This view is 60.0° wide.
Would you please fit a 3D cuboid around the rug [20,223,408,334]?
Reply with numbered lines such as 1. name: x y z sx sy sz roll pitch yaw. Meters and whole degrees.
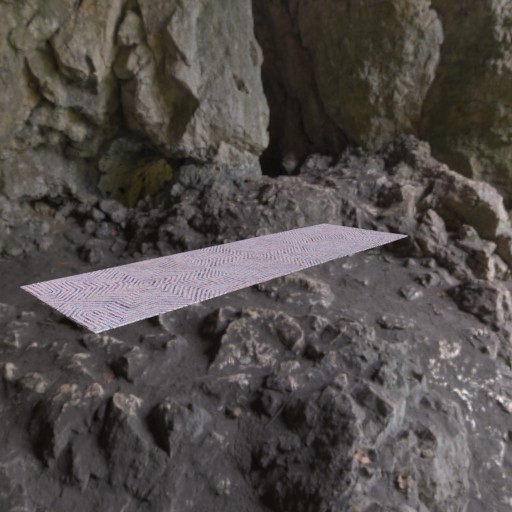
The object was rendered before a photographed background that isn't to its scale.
1. rug: 0.000 0.000 2.693 0.771 0.009 2.443 13 19 43
